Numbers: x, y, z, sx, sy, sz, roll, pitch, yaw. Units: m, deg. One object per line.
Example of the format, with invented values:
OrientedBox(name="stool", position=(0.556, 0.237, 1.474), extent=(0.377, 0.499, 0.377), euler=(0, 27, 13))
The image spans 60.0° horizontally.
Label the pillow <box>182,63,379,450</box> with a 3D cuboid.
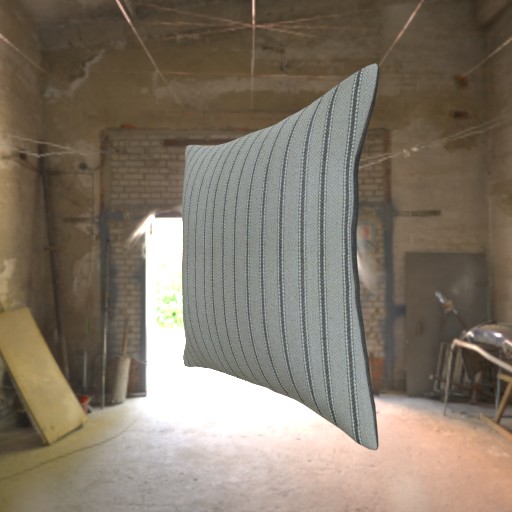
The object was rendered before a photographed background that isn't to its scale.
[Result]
OrientedBox(name="pillow", position=(0.000, 0.000, 0.692), extent=(0.138, 0.444, 0.468), euler=(0, 0, -37))
